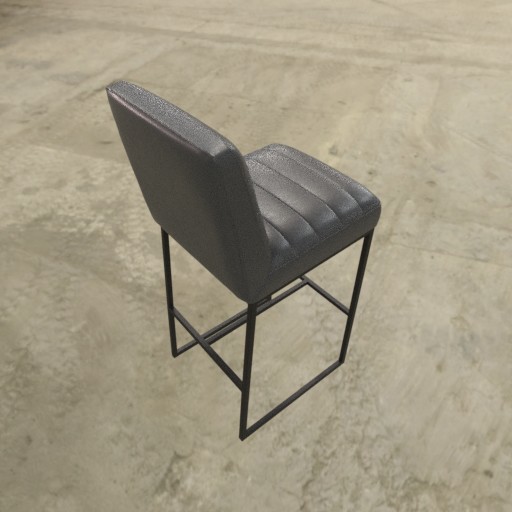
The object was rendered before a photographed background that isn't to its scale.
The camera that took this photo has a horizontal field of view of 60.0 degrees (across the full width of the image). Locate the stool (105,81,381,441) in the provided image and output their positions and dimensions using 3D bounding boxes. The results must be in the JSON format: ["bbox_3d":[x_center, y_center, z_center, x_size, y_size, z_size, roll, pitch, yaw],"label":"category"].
[{"bbox_3d":[0.000,0.000,1.338,0.552,1.040,0.457,-28,48,-29],"label":"stool"}]
